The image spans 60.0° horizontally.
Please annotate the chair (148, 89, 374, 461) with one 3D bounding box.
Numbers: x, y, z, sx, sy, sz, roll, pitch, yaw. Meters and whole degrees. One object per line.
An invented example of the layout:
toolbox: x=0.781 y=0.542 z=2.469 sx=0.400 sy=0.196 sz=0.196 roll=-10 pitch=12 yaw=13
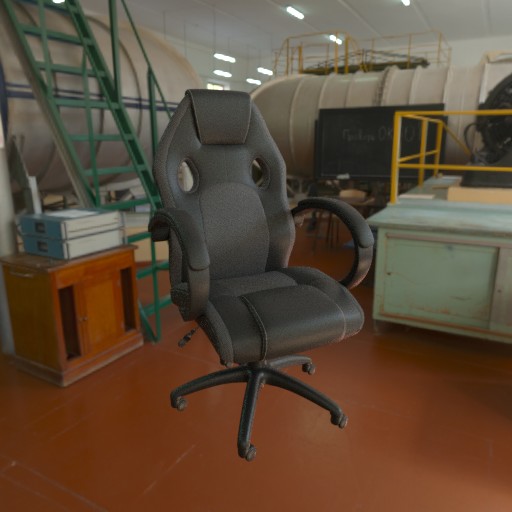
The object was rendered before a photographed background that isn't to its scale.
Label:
chair: x=0.000 y=0.000 z=1.599 sx=0.673 sy=1.187 sz=0.724 roll=-7 pitch=16 yaw=-26
